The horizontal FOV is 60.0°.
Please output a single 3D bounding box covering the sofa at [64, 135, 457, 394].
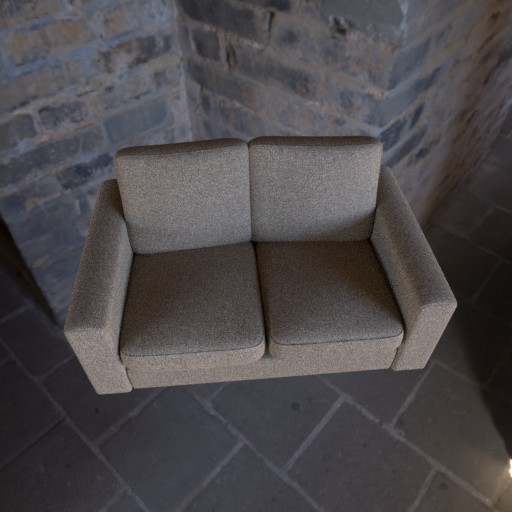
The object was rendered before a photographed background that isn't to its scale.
[{"bbox_3d":[0.000,0.000,2.193,1.616,0.873,1.016,-4,47,-3],"label":"sofa"}]
